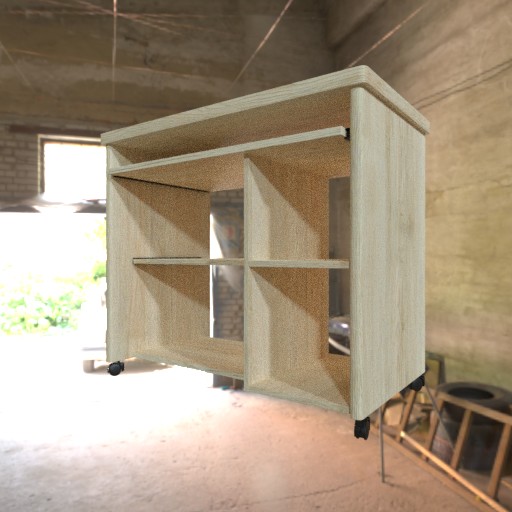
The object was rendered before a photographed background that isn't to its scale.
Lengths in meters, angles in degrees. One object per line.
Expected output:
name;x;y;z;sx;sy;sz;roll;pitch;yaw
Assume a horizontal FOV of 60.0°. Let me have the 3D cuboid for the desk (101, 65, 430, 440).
desk;0.000;0.000;1.338;0.885;0.770;0.480;0;0;36
